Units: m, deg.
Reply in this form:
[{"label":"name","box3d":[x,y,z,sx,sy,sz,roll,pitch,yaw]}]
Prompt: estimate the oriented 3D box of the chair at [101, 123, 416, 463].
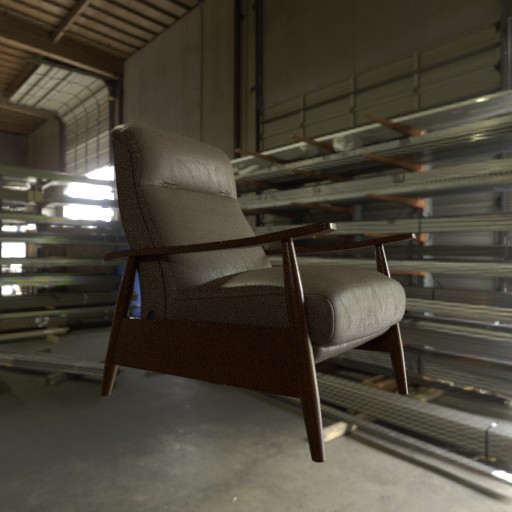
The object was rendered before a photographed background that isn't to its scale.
[{"label":"chair","box3d":[0.000,0.000,1.735,1.014,1.082,0.762,0,0,36]}]
